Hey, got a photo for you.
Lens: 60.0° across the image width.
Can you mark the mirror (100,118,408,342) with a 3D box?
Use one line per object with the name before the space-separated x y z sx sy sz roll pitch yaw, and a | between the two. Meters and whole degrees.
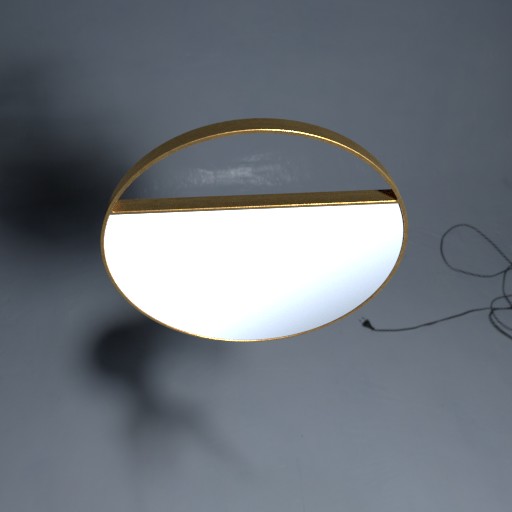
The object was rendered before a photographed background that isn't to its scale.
mirror | 0.000 0.000 0.849 0.565 0.565 0.032 -3 47 -2
